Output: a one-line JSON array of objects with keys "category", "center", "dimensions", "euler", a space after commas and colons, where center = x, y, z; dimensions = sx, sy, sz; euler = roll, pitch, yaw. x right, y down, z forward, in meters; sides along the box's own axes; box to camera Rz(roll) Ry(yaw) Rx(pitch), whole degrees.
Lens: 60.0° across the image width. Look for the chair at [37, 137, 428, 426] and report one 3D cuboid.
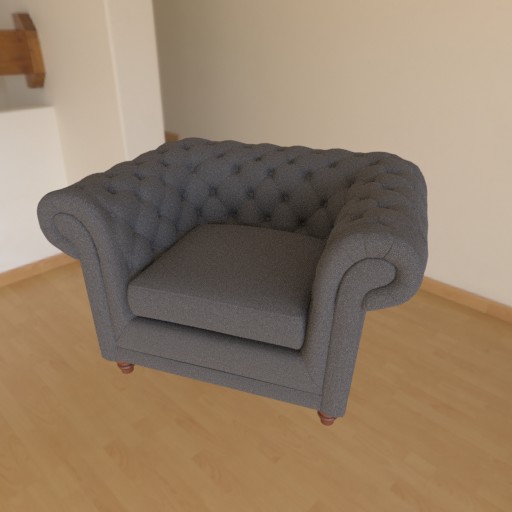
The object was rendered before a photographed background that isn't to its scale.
[{"category": "chair", "center": [0.000, 0.000, 1.842], "dimensions": [1.270, 0.770, 0.976], "euler": [9, 28, 17]}]
